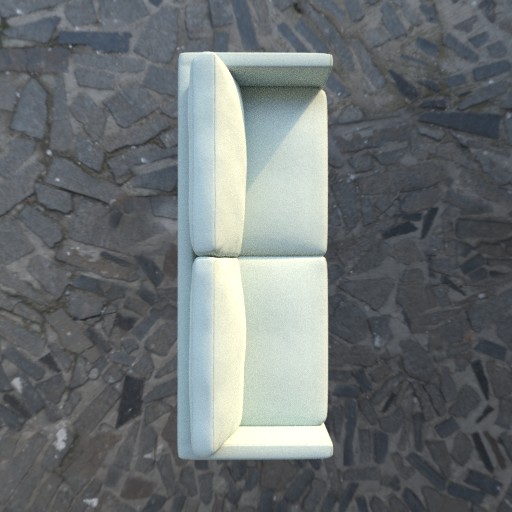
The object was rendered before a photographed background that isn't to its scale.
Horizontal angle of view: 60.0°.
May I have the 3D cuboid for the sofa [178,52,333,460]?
[{"bbox_3d":[0.000,0.000,2.895,0.948,0.965,2.434,0,90,-1],"label":"sofa"}]
